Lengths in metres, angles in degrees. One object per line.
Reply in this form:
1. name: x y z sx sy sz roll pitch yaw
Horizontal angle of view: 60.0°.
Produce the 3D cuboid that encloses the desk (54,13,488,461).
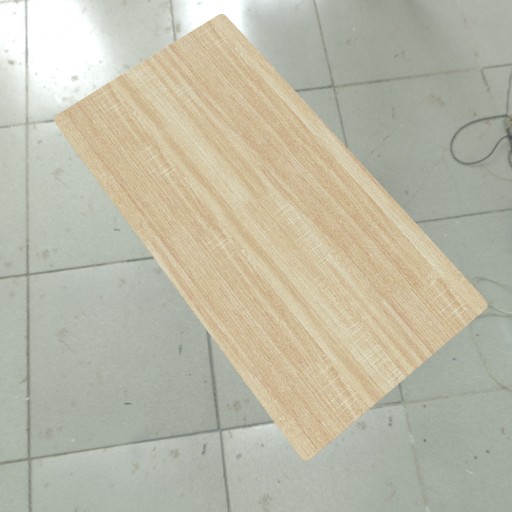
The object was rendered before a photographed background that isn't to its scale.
1. desk: 0.000 0.000 1.293 0.480 0.770 0.884 -37 78 -9
